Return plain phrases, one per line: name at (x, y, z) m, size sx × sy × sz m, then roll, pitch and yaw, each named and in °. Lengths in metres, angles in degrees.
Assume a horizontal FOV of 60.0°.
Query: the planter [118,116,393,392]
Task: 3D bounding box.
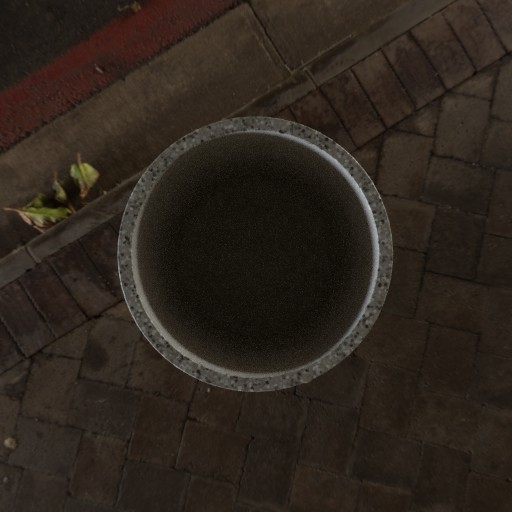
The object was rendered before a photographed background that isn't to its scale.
planter at (0.000, 0.000, 0.697) m, size 0.360 × 0.419 × 0.360 m, roll 0°, pitch 89°, yaw 0°
